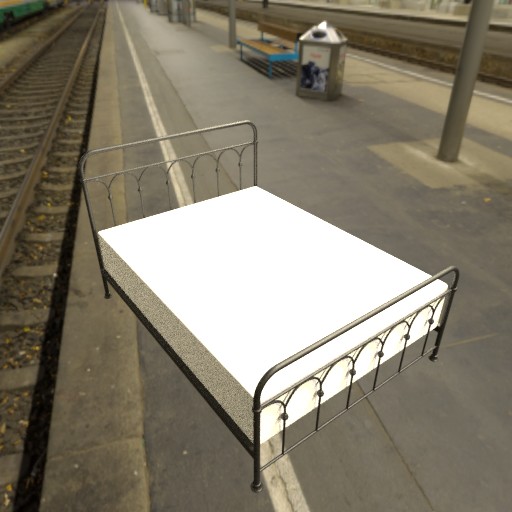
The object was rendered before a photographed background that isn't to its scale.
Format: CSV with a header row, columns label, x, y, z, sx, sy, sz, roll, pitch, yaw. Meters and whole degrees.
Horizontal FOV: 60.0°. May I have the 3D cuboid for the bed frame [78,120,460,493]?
label,x,y,z,sx,sy,sz,roll,pitch,yaw
bed frame,0.000,0.000,3.184,1.664,1.276,2.203,-21,37,-31
